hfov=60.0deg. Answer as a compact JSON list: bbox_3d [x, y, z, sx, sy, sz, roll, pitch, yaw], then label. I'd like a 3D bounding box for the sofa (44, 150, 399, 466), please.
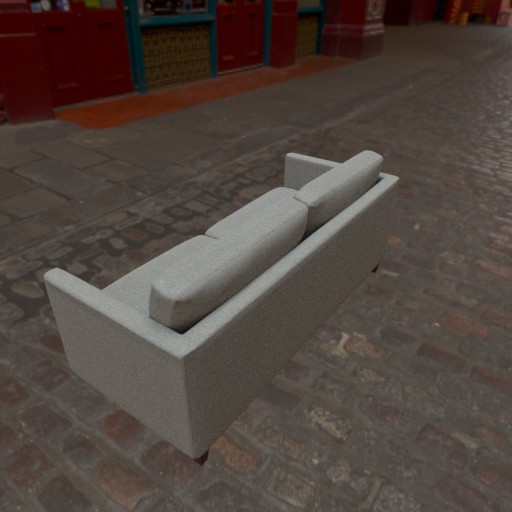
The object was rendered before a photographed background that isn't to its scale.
[{"bbox_3d":[0.000,0.000,2.742,0.956,0.963,2.208,21,37,30],"label":"sofa"}]
